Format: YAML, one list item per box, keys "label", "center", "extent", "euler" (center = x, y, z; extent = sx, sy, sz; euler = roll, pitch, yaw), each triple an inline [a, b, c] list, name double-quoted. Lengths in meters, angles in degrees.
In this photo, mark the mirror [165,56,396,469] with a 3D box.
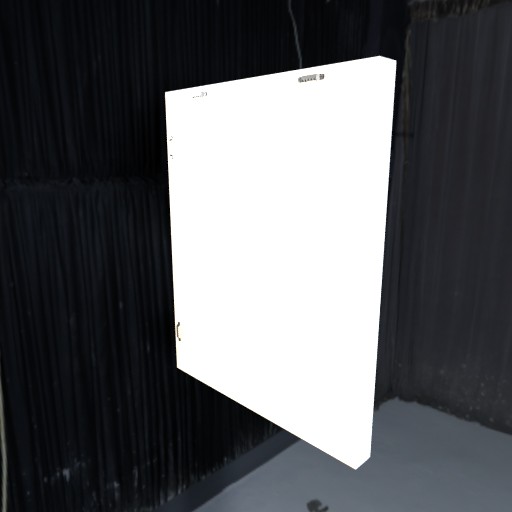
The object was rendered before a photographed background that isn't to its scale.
- label: "mirror"
  center: [0.000, 0.000, 0.680]
  extent: [0.041, 0.509, 0.406]
  euler: [-13, 18, -43]
